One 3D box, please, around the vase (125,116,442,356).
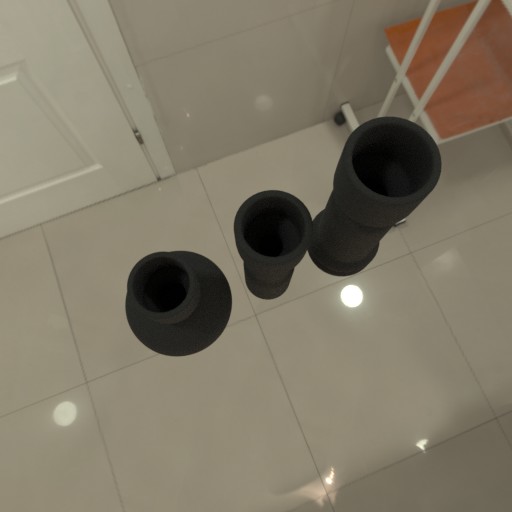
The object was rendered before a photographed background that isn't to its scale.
[{"bbox_3d":[0.000,0.000,0.443,0.307,0.249,0.120,-21,76,-6],"label":"vase"}]
